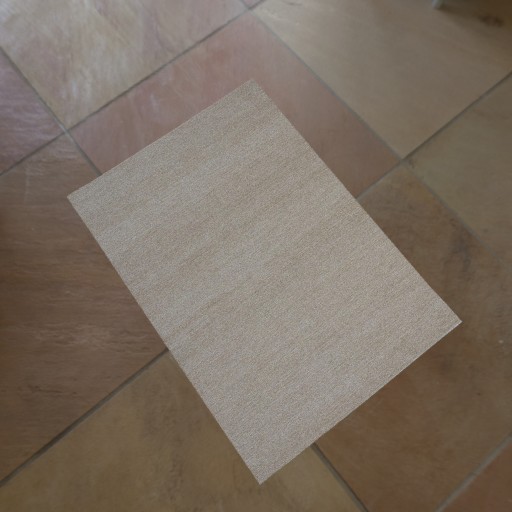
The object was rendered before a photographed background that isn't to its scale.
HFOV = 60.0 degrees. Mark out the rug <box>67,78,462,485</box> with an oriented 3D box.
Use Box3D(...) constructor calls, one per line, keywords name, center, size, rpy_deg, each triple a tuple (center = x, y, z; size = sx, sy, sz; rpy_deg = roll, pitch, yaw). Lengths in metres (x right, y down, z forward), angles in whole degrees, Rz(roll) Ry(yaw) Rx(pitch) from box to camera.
Box3D(name="rug", center=(0.000, 0.000, 3.724), size=(2.032, 0.038, 2.869), rpy_deg=(-35, 77, -9))
